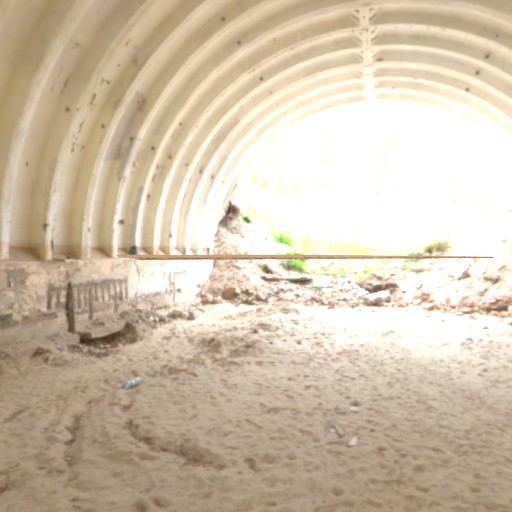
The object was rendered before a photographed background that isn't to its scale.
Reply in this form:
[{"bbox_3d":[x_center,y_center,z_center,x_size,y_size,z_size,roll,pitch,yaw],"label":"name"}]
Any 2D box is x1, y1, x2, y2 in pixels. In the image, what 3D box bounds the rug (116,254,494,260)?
[{"bbox_3d":[0.000,0.000,4.230,2.438,0.012,3.200,0,1,-20],"label":"rug"}]
